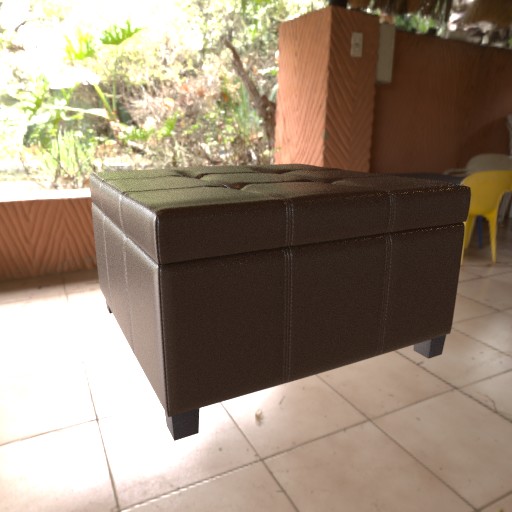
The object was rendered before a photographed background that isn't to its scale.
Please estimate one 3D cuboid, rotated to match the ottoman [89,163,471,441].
[{"bbox_3d":[0.000,0.000,1.279,0.787,0.460,0.788,-8,18,-26],"label":"ottoman"}]
